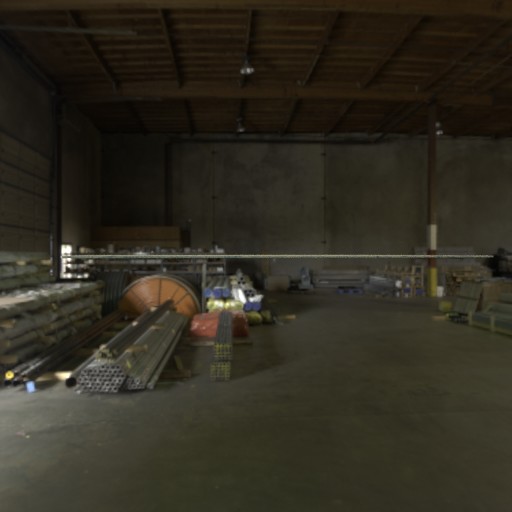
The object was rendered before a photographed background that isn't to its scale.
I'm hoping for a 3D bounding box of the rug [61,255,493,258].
[{"bbox_3d":[0.000,0.000,4.080,3.056,0.013,2.441,0,0,-18],"label":"rug"}]
